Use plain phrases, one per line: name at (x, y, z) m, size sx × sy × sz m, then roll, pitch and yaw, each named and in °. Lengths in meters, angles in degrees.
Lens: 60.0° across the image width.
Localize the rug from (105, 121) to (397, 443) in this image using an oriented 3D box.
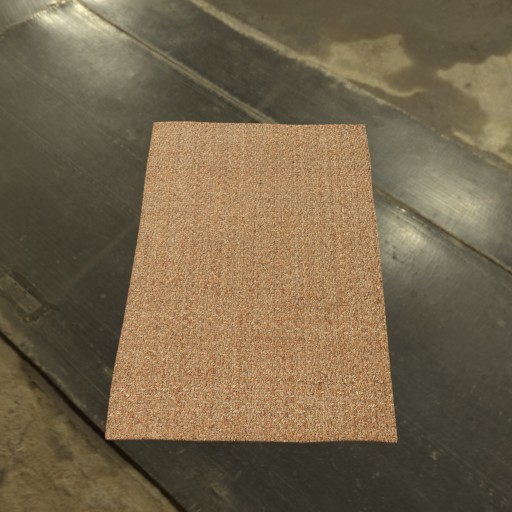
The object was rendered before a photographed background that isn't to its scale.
rug at (0.000, 0.000, 2.760) m, size 1.566 × 0.013 × 2.141 m, roll 1°, pitch 65°, yaw 0°
